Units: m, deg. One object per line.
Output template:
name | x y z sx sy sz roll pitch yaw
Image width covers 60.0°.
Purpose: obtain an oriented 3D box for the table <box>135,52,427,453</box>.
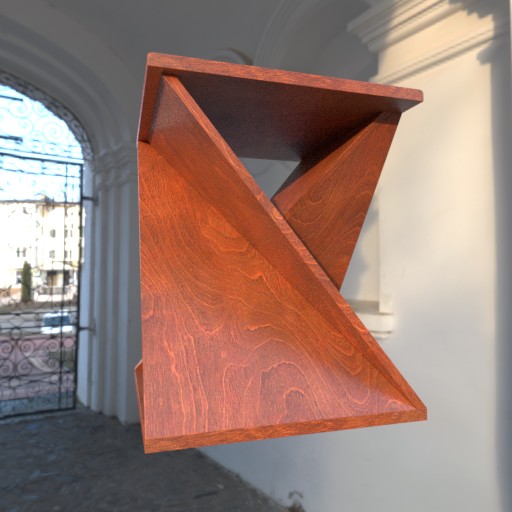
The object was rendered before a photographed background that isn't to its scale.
table | 0.000 0.000 0.839 0.427 0.520 0.427 1 -2 -17
